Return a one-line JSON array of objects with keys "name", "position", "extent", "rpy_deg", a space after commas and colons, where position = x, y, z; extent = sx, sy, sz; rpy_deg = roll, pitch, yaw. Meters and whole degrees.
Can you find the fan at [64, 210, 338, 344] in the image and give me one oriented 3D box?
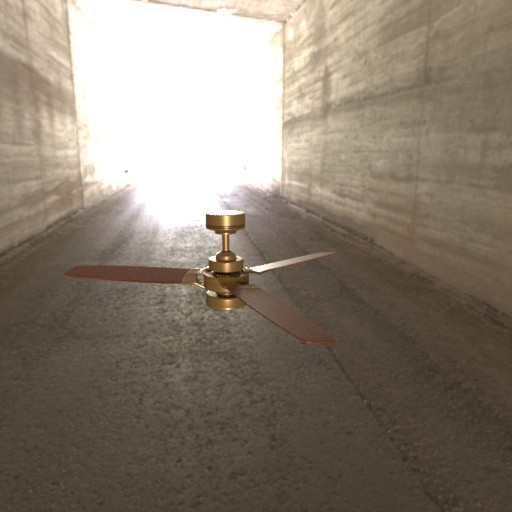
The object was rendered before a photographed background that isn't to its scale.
[{"name": "fan", "position": [0.000, 0.000, 2.062], "extent": [1.271, 0.425, 1.416], "rpy_deg": [-12, 18, -43]}]
